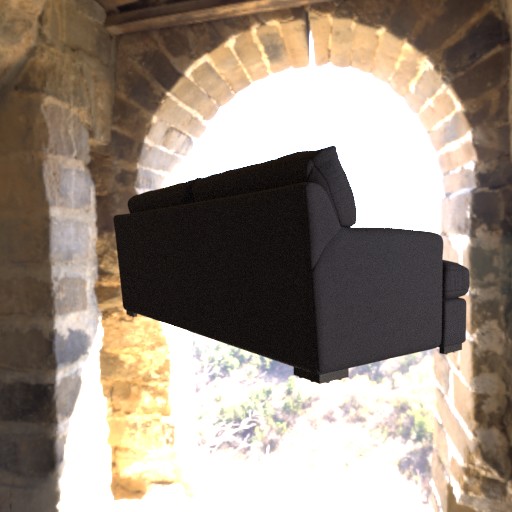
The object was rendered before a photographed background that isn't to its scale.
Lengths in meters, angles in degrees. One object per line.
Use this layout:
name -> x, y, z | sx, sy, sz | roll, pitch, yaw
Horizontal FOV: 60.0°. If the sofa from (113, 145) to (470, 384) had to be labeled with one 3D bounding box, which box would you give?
sofa -> 0.000, 0.000, 2.842 | 1.140, 0.950, 2.271 | -1, 2, -36
